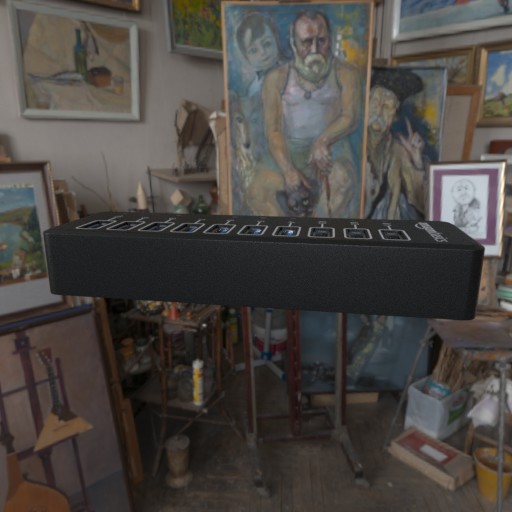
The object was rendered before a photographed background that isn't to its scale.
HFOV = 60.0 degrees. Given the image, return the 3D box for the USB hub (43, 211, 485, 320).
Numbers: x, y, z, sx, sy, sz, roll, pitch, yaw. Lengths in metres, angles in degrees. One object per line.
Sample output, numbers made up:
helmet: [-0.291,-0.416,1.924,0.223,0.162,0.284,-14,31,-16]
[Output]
USB hub: [0.000,0.000,0.164,0.145,0.023,0.044,3,15,9]
